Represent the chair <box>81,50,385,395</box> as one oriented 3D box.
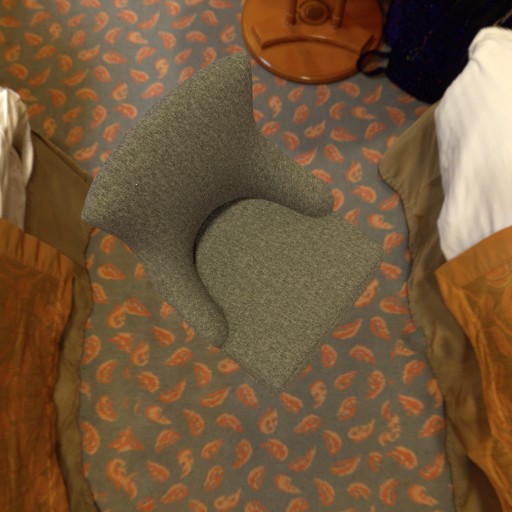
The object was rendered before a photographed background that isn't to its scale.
[{"bbox_3d":[0.000,0.000,1.314,0.629,0.909,0.566,38,78,10],"label":"chair"}]
